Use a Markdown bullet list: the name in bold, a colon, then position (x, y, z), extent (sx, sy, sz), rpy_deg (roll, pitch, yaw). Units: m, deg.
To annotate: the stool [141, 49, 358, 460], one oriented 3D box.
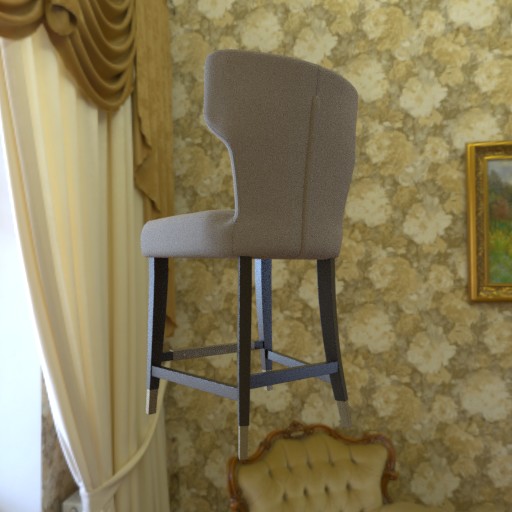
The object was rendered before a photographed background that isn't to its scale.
- **stool**: position (0.000, 0.000, 1.335), extent (0.527, 0.982, 0.563), rpy_deg (1, -2, -36)
